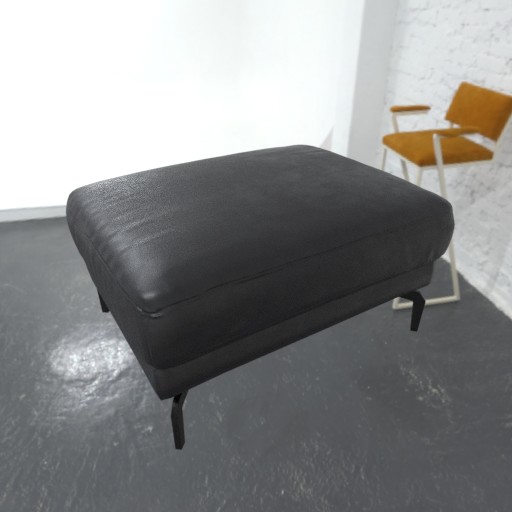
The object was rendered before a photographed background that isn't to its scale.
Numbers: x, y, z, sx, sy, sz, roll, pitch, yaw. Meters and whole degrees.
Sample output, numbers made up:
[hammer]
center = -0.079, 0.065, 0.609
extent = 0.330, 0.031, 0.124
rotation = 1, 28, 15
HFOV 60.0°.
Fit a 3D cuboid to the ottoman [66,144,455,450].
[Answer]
[ottoman]
center = 0.000, 0.000, 1.091
extent = 0.764, 0.402, 0.570
rotation = -17, 34, -27
